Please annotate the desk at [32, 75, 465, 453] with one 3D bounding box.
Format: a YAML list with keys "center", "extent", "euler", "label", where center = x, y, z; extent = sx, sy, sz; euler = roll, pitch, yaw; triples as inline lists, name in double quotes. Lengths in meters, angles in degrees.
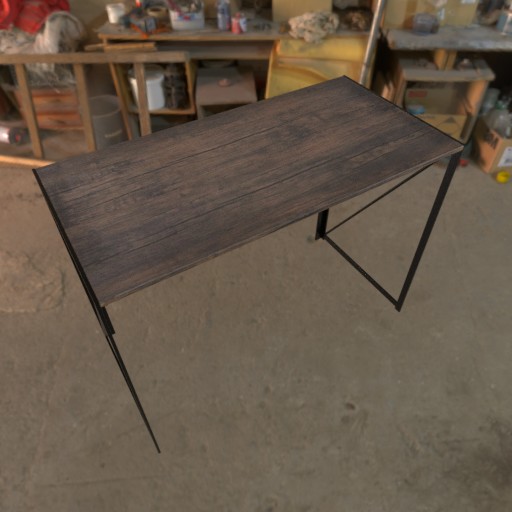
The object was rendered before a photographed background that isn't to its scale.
- center: [0.000, 0.000, 1.422]
  extent: [1.015, 0.747, 0.505]
  euler: [-24, 51, -22]
  label: "desk"
